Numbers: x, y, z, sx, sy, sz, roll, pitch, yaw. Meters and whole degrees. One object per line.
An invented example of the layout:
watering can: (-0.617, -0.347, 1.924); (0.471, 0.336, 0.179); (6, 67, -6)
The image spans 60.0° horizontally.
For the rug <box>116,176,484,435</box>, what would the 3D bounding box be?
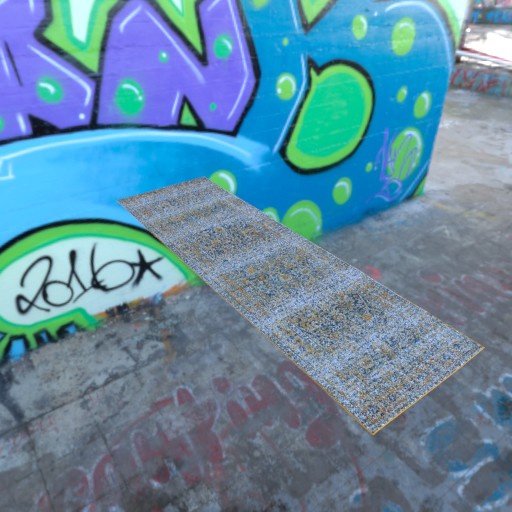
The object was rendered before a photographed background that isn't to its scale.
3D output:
rug: (0.000, 0.000, 2.465); (0.704, 0.014, 2.294); (-22, 39, -30)
